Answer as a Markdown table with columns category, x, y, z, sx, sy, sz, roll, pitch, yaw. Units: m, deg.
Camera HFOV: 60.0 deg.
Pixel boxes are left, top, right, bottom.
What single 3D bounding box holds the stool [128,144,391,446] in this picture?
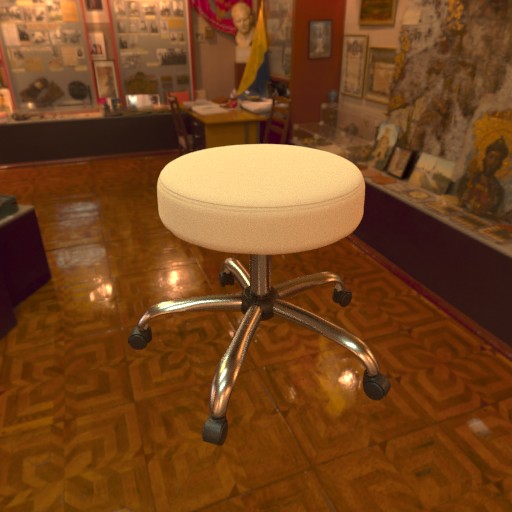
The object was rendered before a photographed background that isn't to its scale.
| category | x | y | z | sx | sy | sz | roll | pitch | yaw |
| --- | --- | --- | --- | --- | --- | --- | --- | --- | --- |
| stool | 0.000 | 0.000 | 1.044 | 0.634 | 0.482 | 0.614 | -9 | 29 | -17 |
